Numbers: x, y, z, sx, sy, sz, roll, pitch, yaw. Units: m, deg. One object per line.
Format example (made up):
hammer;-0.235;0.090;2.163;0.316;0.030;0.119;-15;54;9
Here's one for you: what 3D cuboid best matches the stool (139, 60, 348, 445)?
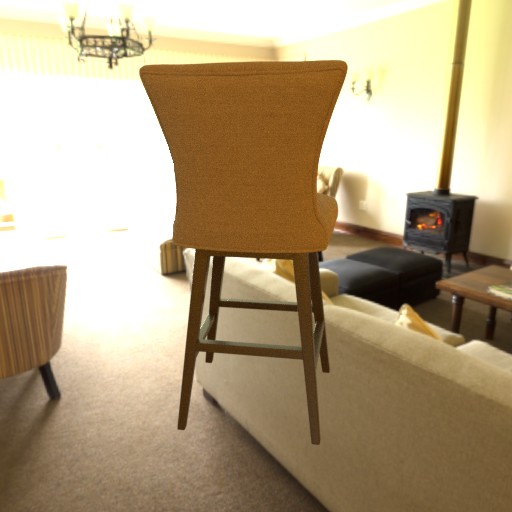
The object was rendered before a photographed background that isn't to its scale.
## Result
stool;0.000;0.000;1.420;0.514;1.086;0.574;2;16;9
